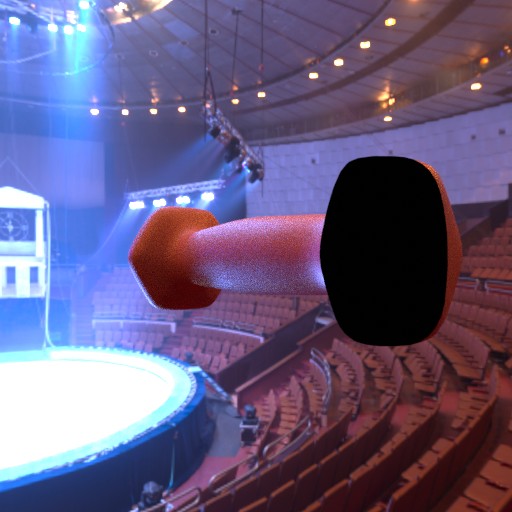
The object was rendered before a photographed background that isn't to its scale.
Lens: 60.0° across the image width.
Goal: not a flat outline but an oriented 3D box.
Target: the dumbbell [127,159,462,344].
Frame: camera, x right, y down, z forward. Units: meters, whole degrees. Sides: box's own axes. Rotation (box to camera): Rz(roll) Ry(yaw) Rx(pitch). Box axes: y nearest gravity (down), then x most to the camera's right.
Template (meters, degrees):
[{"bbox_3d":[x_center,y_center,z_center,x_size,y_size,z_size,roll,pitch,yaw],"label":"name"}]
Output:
[{"bbox_3d":[0.000,0.000,0.144,0.047,0.043,0.123,1,-2,-35],"label":"dumbbell"}]
